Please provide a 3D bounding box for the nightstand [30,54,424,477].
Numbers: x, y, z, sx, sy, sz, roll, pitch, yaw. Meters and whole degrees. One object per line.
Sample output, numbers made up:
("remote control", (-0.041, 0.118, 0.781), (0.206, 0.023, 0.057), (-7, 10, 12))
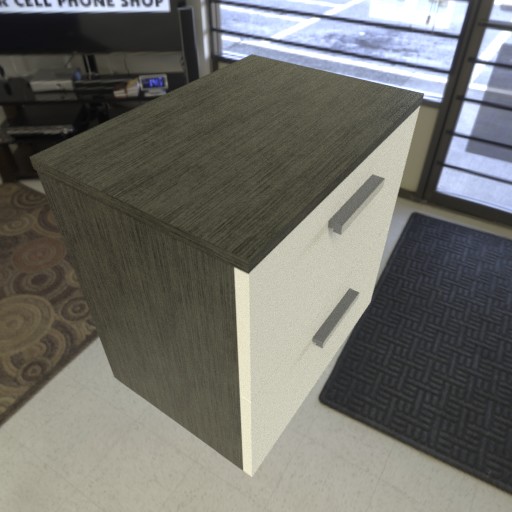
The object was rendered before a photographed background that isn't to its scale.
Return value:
("nightstand", (0.000, 0.000, 0.726), (0.325, 0.460, 0.441), (25, 47, 25))
